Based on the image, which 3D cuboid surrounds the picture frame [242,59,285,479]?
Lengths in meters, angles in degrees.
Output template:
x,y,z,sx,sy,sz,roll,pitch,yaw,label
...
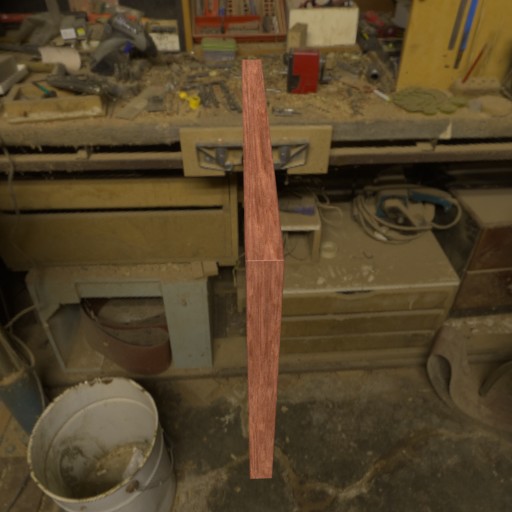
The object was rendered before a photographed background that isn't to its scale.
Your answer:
x,y,z,sx,sy,sz,roll,pitch,yaw,label
0.000,0.000,0.531,0.025,0.330,0.381,-1,42,-1,picture frame
